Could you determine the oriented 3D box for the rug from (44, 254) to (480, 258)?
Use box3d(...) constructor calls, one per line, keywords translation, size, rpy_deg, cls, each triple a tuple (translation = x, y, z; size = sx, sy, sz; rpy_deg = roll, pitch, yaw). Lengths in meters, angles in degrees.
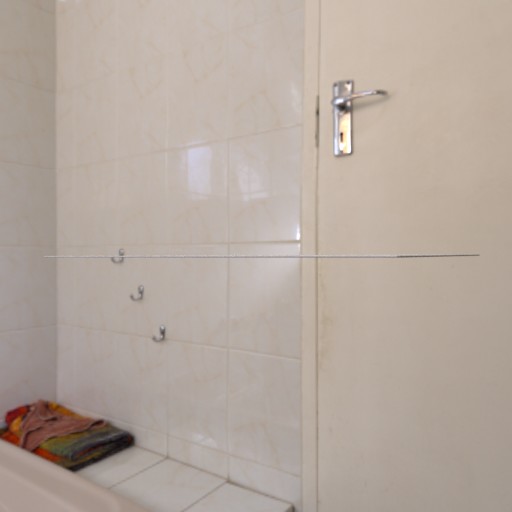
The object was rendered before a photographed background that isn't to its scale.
box3d(translation=(0.000, 0.000, 2.118), size=(1.749, 0.015, 1.141), rpy_deg=(0, 0, 36), cls="rug")
